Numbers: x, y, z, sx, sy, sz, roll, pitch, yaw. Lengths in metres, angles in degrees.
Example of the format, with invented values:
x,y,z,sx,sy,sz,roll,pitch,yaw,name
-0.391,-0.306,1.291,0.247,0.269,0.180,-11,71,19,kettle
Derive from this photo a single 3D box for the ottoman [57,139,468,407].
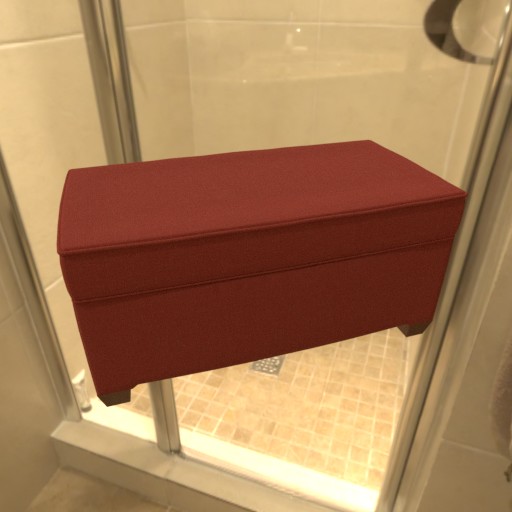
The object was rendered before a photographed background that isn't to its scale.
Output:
x,y,z,sx,sy,sz,roll,pitch,yaw,name
0.000,0.000,1.241,0.948,0.454,0.497,-9,32,-15,ottoman
